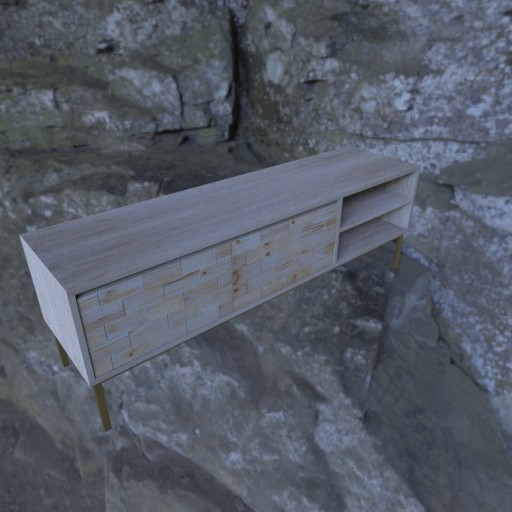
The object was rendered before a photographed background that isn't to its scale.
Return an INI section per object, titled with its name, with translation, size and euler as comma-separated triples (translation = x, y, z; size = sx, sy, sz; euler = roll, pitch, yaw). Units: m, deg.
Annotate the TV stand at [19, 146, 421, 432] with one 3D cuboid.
[TV stand]
translation = 0.000, 0.000, 1.844
size = 1.600, 0.550, 0.420
euler = -22, 36, -34
